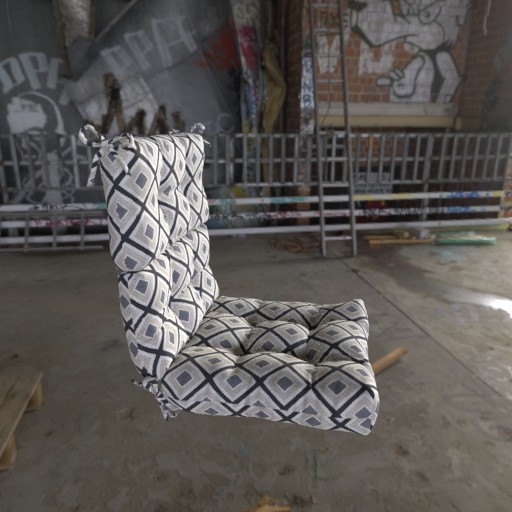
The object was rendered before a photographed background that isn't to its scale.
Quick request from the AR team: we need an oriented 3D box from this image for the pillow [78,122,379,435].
[{"bbox_3d":[0.000,0.000,1.048,0.571,0.605,0.519,3,17,10],"label":"pillow"}]
